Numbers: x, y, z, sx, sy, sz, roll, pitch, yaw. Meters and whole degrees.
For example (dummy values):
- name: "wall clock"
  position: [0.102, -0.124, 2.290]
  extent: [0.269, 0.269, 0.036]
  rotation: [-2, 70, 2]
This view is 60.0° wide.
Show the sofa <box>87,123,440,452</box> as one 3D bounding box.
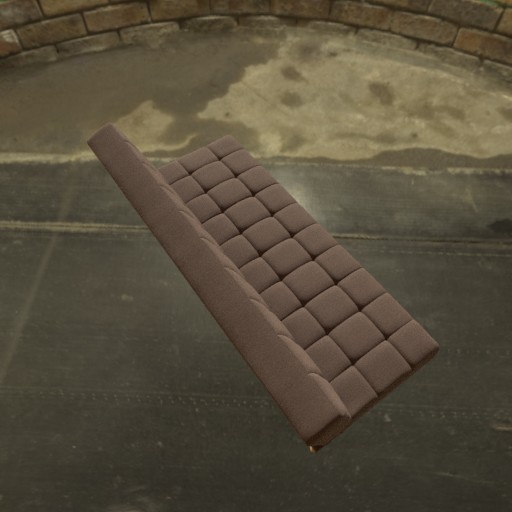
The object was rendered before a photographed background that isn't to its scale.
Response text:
- name: "sofa"
  position: [0.000, 0.000, 2.280]
  extent: [0.860, 0.810, 1.800]
  rotation: [-31, 62, -19]
